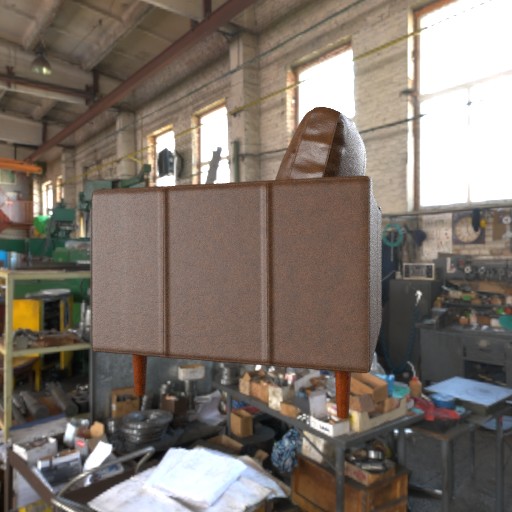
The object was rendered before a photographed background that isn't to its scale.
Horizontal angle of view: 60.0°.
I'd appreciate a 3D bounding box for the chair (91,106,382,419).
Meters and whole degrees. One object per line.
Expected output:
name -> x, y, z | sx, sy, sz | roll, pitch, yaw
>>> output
chair -> 0.000, 0.000, 1.716 | 0.909, 0.956, 0.890 | 0, 0, 18
